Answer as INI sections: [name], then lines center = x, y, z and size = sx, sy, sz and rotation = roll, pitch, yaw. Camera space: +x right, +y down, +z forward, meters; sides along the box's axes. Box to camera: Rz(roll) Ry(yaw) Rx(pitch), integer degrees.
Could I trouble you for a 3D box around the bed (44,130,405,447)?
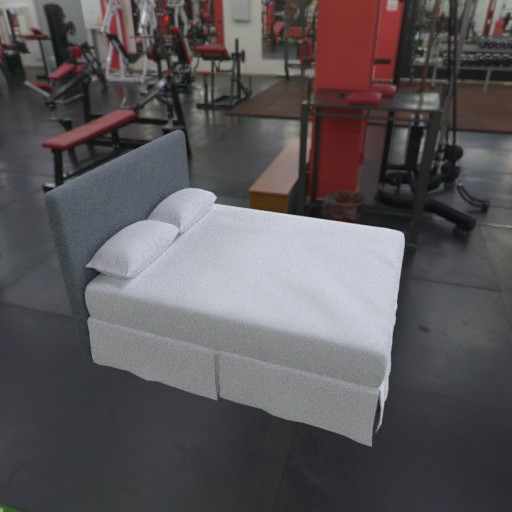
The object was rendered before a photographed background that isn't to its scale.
[bed]
center = 0.000, 0.000, 3.286
size = 2.142, 1.330, 1.713
rotation = 10, 31, 17
